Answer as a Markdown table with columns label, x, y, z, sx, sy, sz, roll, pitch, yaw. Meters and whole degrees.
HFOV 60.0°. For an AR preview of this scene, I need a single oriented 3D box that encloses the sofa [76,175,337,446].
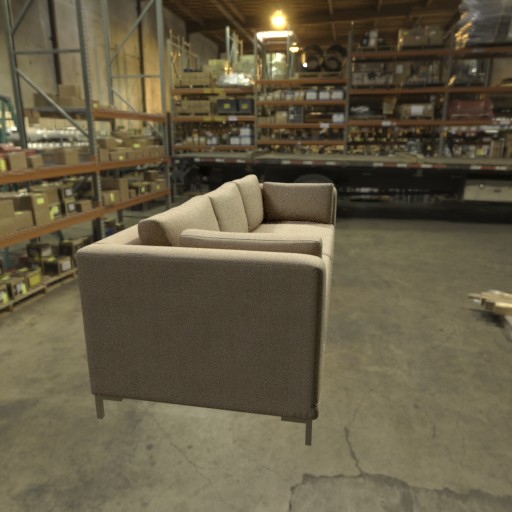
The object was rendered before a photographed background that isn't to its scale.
| label | x | y | z | sx | sy | sz | roll | pitch | yaw |
| --- | --- | --- | --- | --- | --- | --- | --- | --- | --- |
| sofa | 0.000 | 0.000 | 2.848 | 0.969 | 0.867 | 2.415 | 3 | 16 | 10 |
